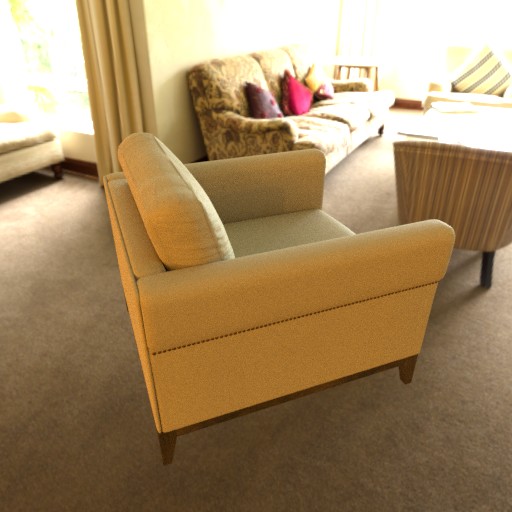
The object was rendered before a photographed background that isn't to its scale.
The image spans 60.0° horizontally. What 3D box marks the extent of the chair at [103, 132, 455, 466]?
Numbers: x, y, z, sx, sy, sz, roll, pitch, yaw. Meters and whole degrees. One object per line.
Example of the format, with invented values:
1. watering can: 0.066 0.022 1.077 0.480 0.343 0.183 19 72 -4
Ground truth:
1. chair: 0.000 0.000 1.664 0.959 0.838 0.914 -11 32 -18
